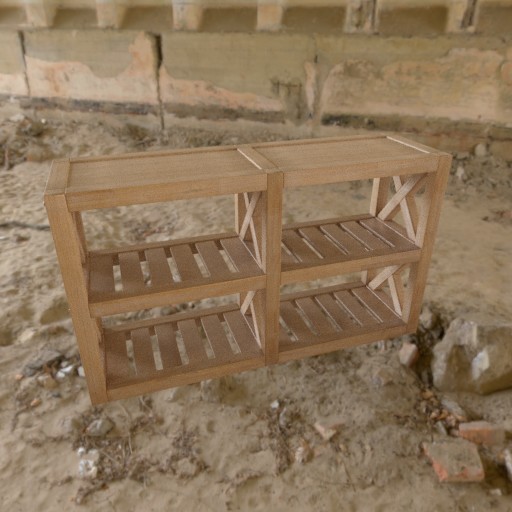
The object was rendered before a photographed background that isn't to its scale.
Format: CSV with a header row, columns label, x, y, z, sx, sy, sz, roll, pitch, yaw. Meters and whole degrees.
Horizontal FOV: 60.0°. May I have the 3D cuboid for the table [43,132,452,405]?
label,x,y,z,sx,sy,sz,roll,pitch,yaw
table,0.000,0.000,1.685,1.320,0.762,0.381,-9,29,-16
